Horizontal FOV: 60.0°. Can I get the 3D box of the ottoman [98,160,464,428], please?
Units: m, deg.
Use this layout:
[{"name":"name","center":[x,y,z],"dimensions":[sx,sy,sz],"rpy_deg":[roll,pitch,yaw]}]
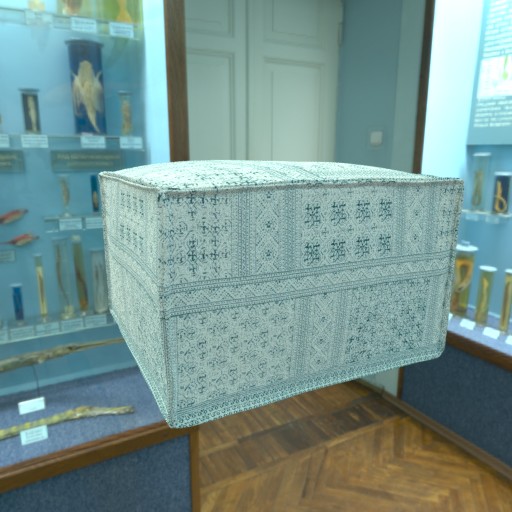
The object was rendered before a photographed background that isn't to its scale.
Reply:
[{"name":"ottoman","center":[0.000,0.000,1.043],"dimensions":[0.617,0.439,0.626],"rpy_deg":[-6,14,-26]}]
